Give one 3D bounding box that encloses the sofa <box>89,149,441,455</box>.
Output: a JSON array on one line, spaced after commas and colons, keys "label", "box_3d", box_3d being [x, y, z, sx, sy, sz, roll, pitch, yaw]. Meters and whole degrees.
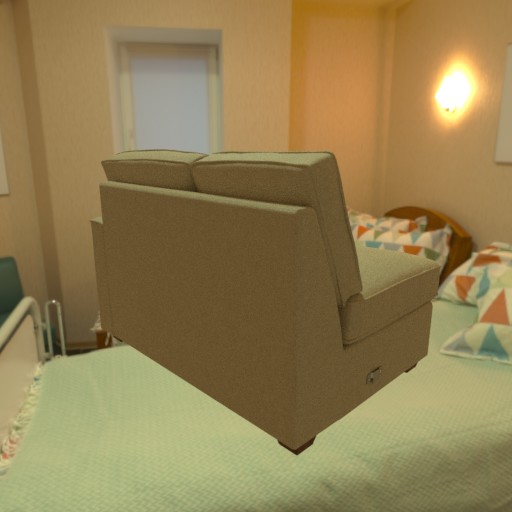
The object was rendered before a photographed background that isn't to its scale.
[{"label": "sofa", "box_3d": [0.000, 0.000, 2.086, 0.991, 0.989, 1.388, -14, 20, -42]}]
